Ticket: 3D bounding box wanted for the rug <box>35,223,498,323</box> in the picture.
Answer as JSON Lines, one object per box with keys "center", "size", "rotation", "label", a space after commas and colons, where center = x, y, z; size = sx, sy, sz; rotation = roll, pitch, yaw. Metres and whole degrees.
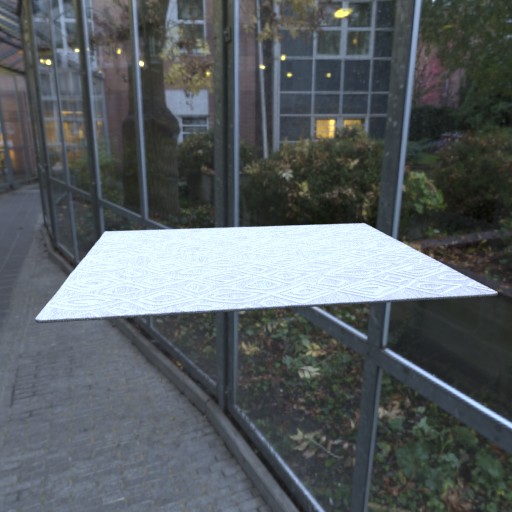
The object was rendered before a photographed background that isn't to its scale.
{"center": [0.000, 0.000, 4.006], "size": [3.049, 0.025, 2.449], "rotation": [-2, 16, -8], "label": "rug"}
